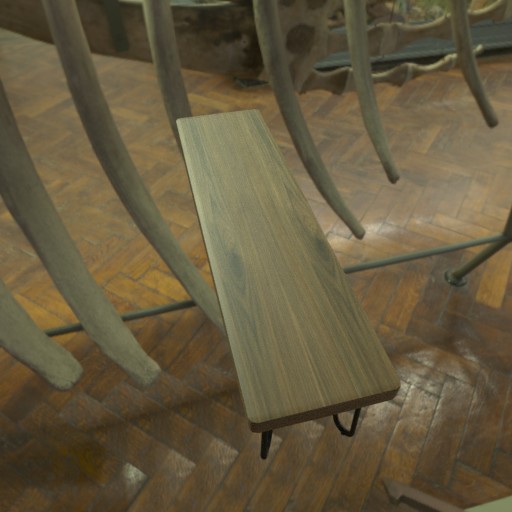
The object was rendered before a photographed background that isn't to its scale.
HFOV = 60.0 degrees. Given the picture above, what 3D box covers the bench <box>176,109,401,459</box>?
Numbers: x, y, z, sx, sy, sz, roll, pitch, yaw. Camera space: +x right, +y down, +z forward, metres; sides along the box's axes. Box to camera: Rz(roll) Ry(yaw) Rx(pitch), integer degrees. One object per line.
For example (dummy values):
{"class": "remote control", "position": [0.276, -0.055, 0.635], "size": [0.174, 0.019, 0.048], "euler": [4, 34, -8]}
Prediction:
{"class": "bench", "position": [0.000, 0.000, 1.839], "size": [0.425, 0.462, 1.570], "euler": [-10, 47, -10]}
